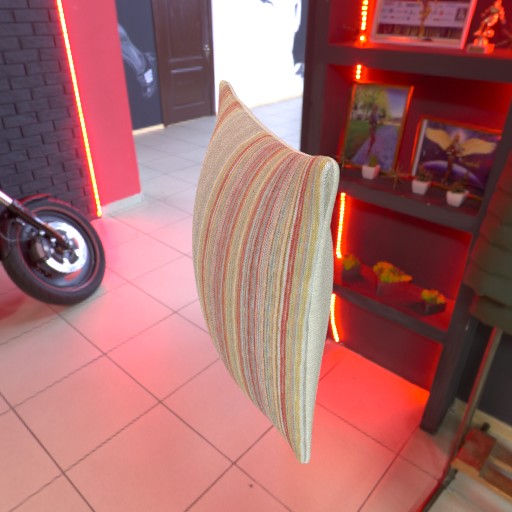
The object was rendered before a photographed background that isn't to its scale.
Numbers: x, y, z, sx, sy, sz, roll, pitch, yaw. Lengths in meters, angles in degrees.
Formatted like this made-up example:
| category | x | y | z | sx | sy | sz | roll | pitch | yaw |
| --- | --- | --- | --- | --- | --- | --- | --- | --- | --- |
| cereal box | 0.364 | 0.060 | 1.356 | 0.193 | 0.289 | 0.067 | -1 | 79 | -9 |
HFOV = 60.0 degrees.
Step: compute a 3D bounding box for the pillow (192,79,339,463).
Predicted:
| category | x | y | z | sx | sy | sz | roll | pitch | yaw |
| --- | --- | --- | --- | --- | --- | --- | --- | --- | --- |
| pillow | 0.000 | 0.000 | 0.684 | 0.191 | 0.449 | 0.451 | -8 | 31 | -14 |
